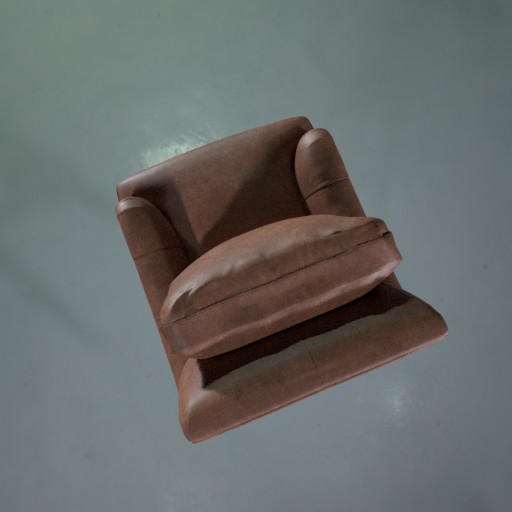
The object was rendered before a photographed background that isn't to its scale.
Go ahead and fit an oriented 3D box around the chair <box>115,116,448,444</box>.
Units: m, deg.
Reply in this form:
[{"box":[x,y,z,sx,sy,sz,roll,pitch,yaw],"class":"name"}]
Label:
[{"box":[0.000,0.000,1.935,0.986,1.055,1.158,-21,78,-5],"class":"chair"}]
